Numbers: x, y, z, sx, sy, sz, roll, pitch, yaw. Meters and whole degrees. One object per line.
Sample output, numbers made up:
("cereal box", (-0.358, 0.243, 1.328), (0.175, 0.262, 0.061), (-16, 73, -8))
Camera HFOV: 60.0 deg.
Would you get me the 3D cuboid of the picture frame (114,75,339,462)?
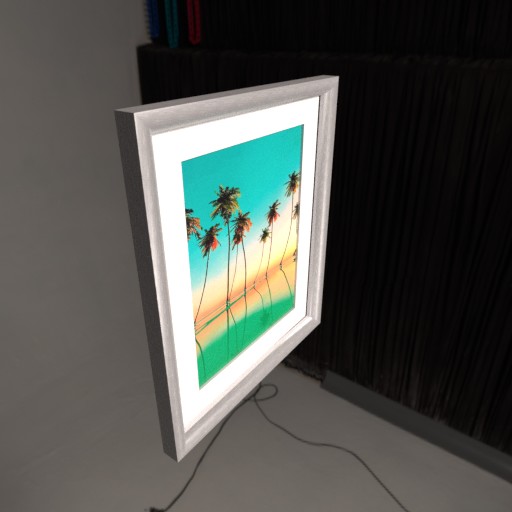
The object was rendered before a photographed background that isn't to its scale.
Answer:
("picture frame", (0.000, 0.000, 0.533), (0.027, 0.378, 0.327), (19, 33, 32))
